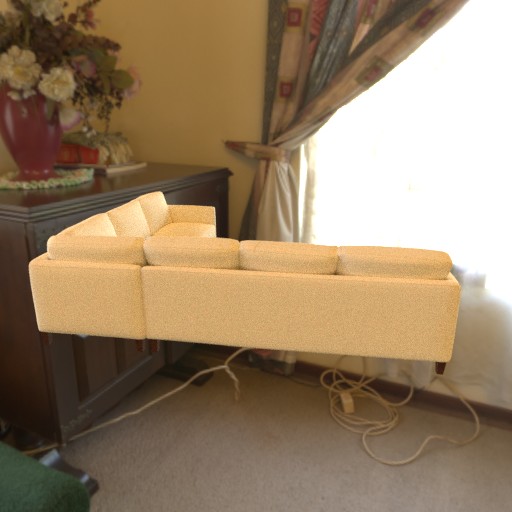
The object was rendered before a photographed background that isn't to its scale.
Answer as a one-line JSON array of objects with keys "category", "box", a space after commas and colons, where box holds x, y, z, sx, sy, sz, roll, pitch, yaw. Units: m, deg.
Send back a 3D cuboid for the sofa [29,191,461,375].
[{"category": "sofa", "box": [0.000, 0.000, 4.530, 3.302, 0.947, 2.593, 3, 17, 8]}]
